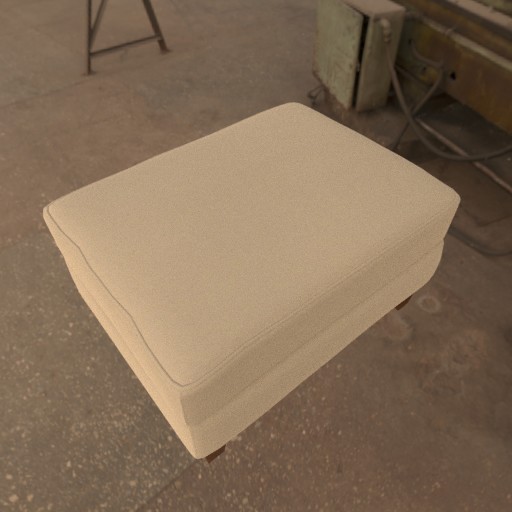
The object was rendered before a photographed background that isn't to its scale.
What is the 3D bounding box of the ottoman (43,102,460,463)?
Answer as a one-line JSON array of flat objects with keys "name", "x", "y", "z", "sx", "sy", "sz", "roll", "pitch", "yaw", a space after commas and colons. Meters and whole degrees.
[{"name": "ottoman", "x": 0.000, "y": 0.000, "z": 1.174, "sx": 0.818, "sy": 0.485, "sz": 0.634, "roll": -31, "pitch": 54, "yaw": -26}]
